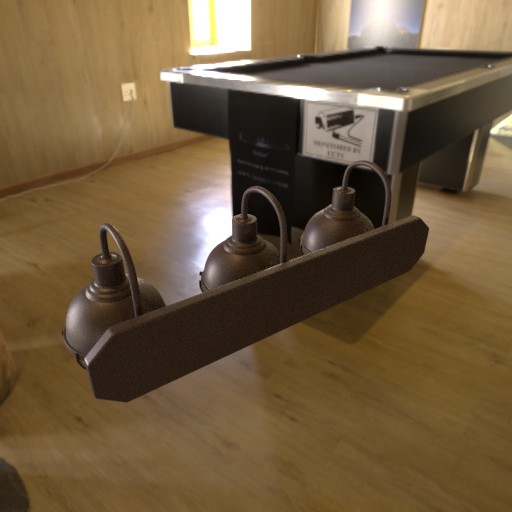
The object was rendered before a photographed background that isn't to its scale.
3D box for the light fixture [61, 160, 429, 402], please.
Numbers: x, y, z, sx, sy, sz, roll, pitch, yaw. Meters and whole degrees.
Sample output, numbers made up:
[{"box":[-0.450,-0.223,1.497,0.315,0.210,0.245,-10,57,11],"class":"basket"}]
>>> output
[{"box":[0.000,0.000,0.753,0.634,0.254,0.229,-19,34,-30],"class":"light fixture"}]
